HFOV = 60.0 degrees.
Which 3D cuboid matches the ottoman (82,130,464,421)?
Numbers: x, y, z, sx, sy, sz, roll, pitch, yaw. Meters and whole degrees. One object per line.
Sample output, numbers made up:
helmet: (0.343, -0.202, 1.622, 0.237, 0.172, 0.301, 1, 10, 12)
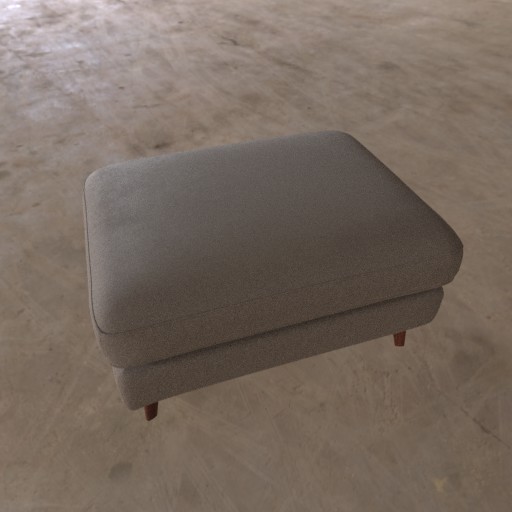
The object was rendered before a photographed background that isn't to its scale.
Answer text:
ottoman: (0.000, 0.000, 1.177, 0.811, 0.449, 0.608, -12, 43, -14)
